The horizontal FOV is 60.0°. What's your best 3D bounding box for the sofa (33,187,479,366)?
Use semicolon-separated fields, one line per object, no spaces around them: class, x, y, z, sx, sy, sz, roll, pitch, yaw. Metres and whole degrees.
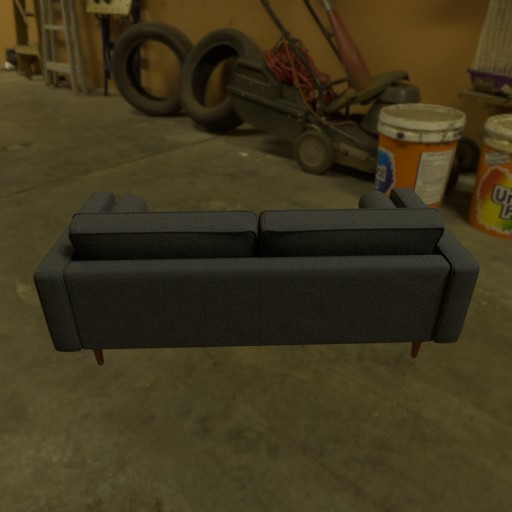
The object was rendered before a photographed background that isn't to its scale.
sofa;0.000;0.000;2.318;1.875;0.759;0.914;-1;31;-2
